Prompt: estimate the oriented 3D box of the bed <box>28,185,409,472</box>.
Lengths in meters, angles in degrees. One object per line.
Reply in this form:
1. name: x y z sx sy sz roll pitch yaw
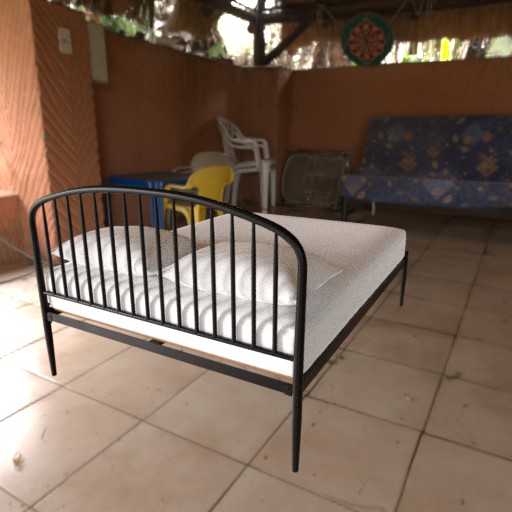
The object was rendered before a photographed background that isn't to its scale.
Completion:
1. bed: 0.000 0.000 3.001 1.618 1.166 2.159 9 18 28
